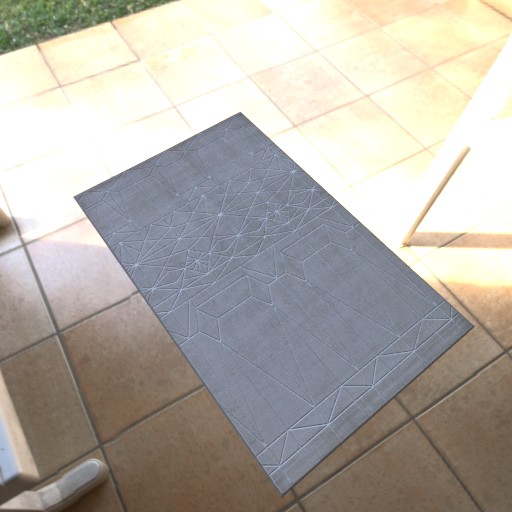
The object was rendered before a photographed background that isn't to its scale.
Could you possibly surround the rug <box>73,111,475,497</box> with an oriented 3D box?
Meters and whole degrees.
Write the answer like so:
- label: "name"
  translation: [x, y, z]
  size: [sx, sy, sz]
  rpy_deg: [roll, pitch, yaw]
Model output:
- label: "rug"
  translation: [0.000, 0.000, 2.990]
  size: [1.524, 0.012, 2.438]
  rpy_deg: [-33, 64, -19]
